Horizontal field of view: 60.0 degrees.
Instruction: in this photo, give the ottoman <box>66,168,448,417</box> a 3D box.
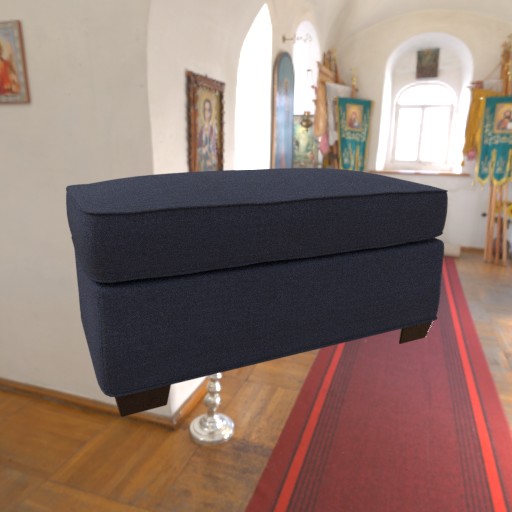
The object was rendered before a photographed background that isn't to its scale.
[{"bbox_3d":[0.000,0.000,1.188,0.895,0.453,0.505,-7,17,-25],"label":"ottoman"}]
